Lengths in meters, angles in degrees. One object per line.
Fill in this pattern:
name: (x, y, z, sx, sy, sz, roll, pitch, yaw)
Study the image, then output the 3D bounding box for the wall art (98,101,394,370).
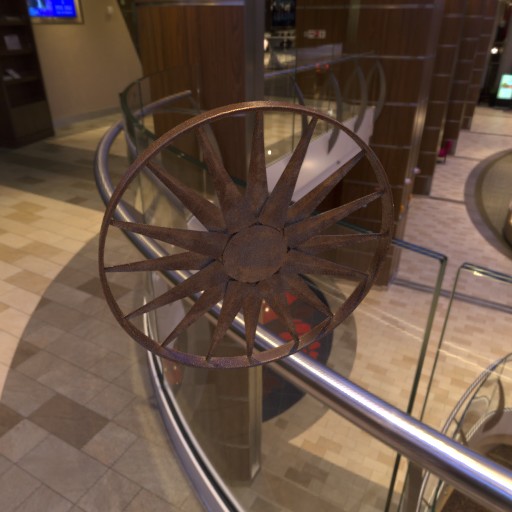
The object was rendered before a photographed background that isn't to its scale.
wall art: (0.000, 0.000, 0.868, 0.582, 0.583, 0.084, -8, 29, -15)
